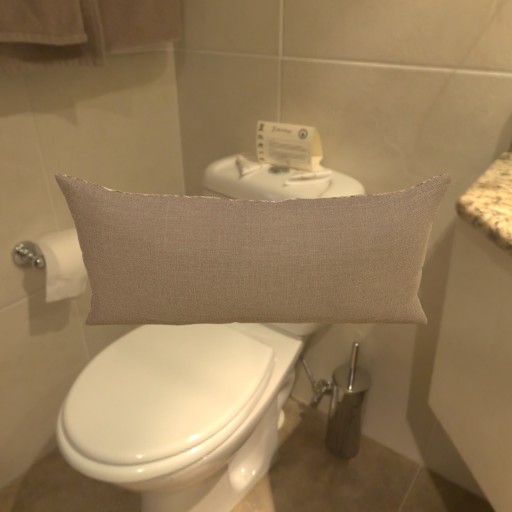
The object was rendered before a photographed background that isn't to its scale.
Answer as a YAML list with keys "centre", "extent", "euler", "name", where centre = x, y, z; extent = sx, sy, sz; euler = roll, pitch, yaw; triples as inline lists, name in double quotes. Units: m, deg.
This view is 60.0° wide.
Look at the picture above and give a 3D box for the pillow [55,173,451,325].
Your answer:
- centre: [0.000, 0.000, 0.749]
  extent: [0.631, 0.290, 0.148]
  euler: [0, 29, 0]
  name: "pillow"
